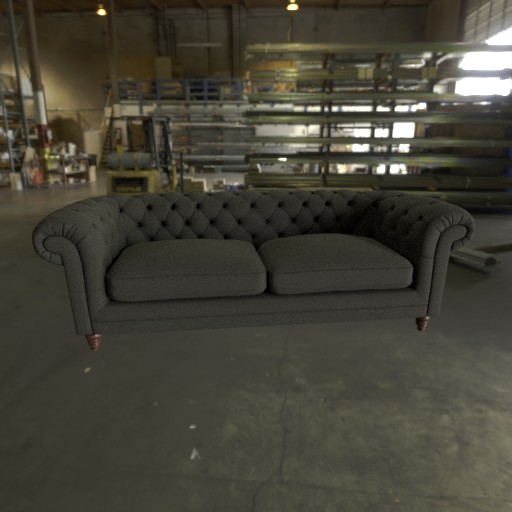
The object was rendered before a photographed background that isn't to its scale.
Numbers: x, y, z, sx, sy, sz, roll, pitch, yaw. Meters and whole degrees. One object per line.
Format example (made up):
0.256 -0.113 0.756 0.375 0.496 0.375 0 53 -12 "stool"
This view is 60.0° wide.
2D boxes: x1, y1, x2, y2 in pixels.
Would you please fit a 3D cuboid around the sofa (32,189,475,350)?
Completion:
0.000 0.000 2.823 2.362 0.762 0.991 -2 15 -7 "sofa"
